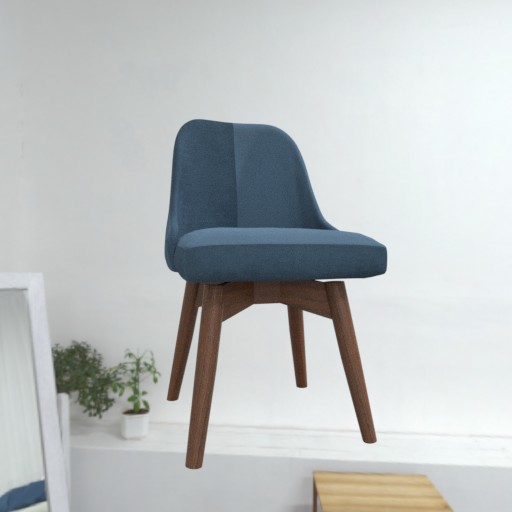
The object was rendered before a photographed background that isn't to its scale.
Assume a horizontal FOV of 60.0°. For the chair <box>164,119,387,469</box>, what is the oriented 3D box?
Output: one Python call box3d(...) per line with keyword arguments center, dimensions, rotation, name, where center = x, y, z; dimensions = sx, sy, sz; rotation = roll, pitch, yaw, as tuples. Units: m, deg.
box3d(center=(0.000, 0.000, 1.228), dimensions=(0.503, 0.882, 0.589), rotation=(0, 2, -17), name="chair")
